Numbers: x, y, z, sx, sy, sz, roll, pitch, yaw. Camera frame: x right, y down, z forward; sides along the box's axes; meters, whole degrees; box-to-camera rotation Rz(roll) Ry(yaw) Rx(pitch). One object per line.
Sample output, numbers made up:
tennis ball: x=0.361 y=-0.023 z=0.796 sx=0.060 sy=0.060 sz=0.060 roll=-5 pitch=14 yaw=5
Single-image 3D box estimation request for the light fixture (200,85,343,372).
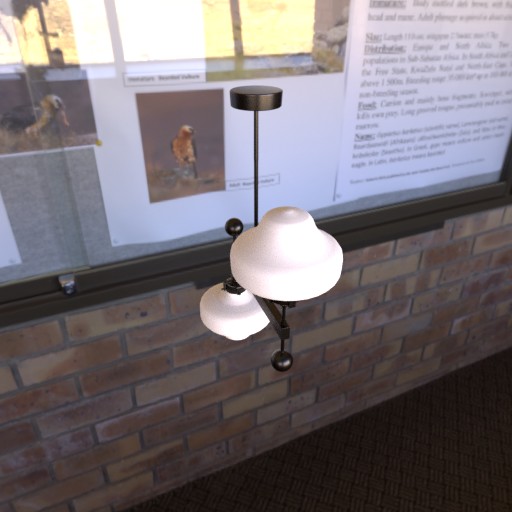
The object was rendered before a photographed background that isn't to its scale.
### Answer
light fixture: x=0.000 y=0.000 z=1.043 sx=0.489 sy=0.743 sz=0.422 roll=18 pitch=34 yaw=28
